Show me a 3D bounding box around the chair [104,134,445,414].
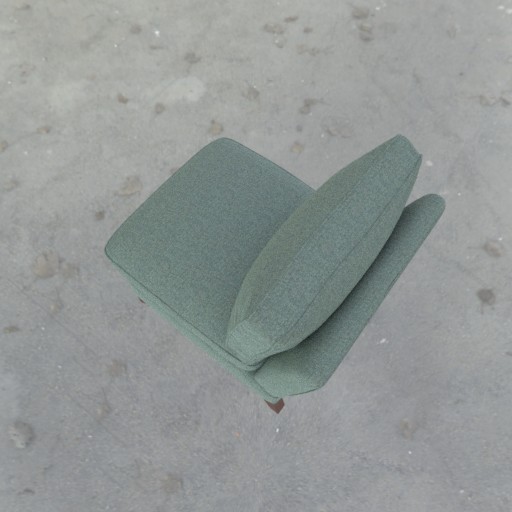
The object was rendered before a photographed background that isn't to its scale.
[{"bbox_3d":[0.000,0.000,1.419,0.796,0.901,0.624,35,68,16],"label":"chair"}]
